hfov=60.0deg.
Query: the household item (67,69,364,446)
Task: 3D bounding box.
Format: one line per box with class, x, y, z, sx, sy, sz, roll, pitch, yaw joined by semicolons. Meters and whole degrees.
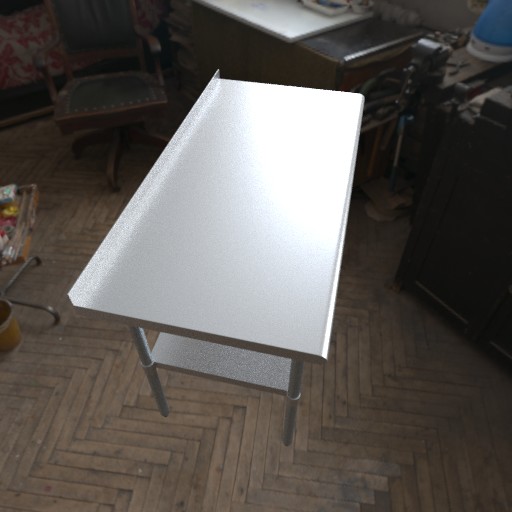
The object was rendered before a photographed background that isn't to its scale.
household item;0.000;0.000;1.692;0.610;0.851;1.219;10;47;9
